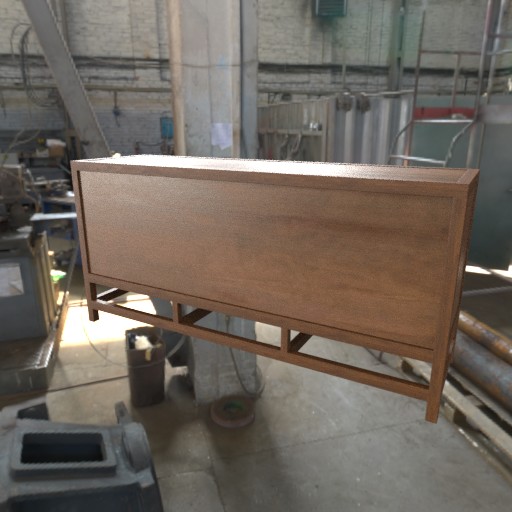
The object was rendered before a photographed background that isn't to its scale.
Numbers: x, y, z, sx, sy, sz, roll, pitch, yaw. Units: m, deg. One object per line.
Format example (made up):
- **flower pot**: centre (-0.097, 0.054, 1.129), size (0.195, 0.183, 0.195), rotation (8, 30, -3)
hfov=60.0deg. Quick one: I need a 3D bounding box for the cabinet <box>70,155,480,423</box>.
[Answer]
- **cabinet**: centre (0.000, 0.000, 2.020), size (1.708, 0.820, 0.522), rotation (9, 19, 28)
